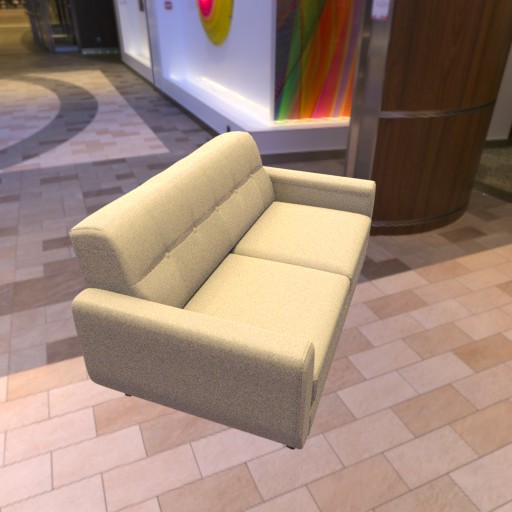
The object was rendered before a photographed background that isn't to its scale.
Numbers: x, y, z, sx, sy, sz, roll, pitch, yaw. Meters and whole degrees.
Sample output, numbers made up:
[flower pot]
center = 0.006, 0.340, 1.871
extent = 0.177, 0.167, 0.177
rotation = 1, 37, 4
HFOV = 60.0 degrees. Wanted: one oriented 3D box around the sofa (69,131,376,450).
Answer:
[sofa]
center = 0.000, 0.000, 2.263
extent = 0.980, 0.892, 1.655
rotation = 11, 33, 18
